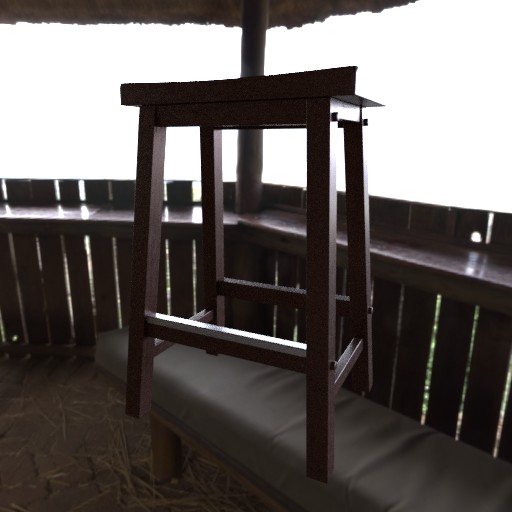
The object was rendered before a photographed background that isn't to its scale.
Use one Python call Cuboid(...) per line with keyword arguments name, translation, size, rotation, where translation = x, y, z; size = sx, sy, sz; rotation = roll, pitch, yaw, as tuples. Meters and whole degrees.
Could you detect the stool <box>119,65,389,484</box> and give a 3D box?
Cuboid(name="stool", translation=(0.000, 0.000, 0.835), size=(0.406, 0.610, 0.322), rotation=(7, 16, 26))
